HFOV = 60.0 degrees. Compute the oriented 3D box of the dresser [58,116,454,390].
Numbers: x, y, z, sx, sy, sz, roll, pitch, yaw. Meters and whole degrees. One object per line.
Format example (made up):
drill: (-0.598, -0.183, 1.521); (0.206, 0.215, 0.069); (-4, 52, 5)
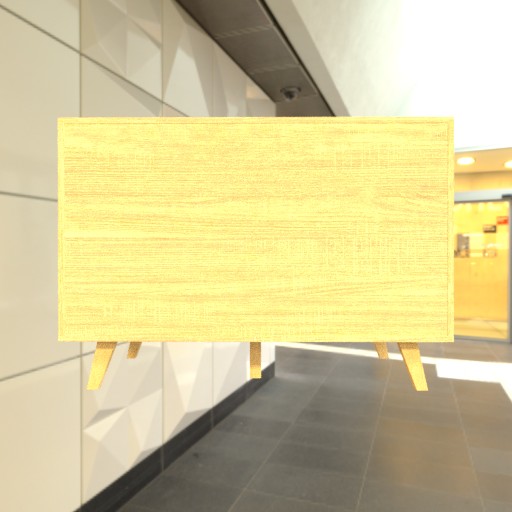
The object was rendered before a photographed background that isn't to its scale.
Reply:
dresser: (0.000, 0.000, 1.492); (1.110, 0.780, 0.500); (0, 0, 0)
